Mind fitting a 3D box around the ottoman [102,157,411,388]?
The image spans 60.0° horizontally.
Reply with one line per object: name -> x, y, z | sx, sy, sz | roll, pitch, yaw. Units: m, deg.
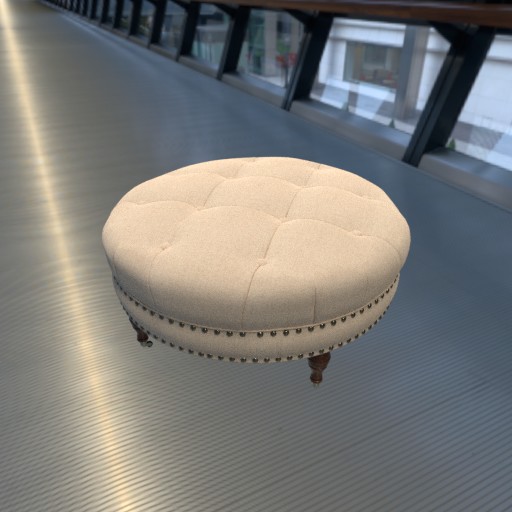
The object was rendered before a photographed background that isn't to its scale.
ottoman -> 0.000, 0.000, 1.474 | 0.940, 0.483, 0.940 | 0, 30, 0
